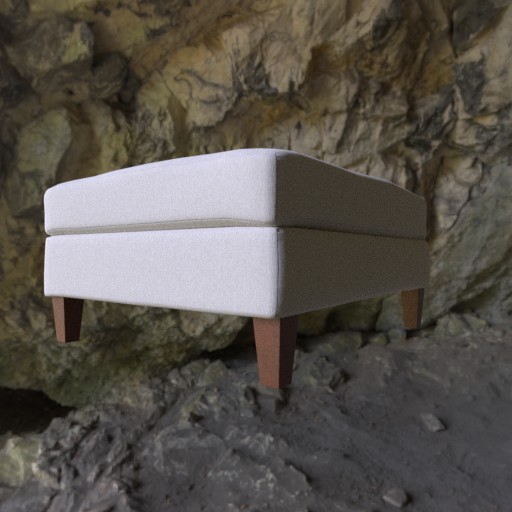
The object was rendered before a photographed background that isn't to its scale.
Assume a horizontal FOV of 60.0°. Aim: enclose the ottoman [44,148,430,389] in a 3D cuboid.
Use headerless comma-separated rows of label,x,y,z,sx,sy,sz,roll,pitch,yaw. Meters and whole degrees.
ottoman,0.000,0.000,1.411,0.836,0.492,0.976,0,0,36
